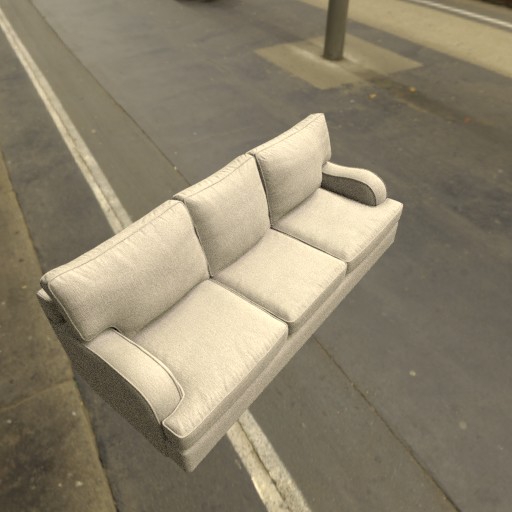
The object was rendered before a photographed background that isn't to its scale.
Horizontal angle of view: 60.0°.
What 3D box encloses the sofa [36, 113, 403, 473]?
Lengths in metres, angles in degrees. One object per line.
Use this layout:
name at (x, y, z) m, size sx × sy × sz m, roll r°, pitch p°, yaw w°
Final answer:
sofa at (0.000, 0.000, 2.821) m, size 1.016 × 0.991 × 2.323 m, roll 28°, pitch 49°, yaw 28°
